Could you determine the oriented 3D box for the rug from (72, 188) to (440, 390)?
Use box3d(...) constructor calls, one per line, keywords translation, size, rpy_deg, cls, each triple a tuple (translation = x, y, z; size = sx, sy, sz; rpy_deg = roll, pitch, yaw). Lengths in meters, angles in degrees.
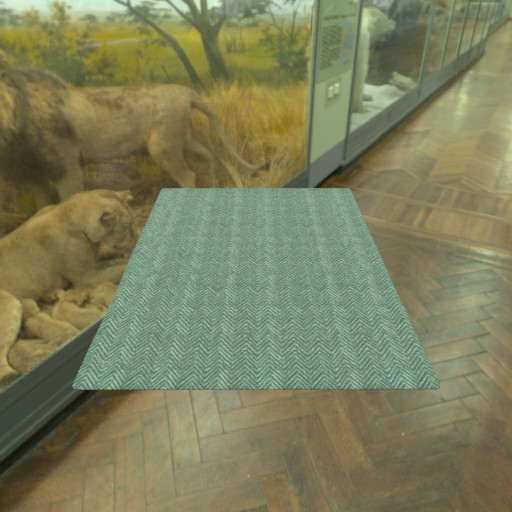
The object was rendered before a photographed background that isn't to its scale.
box3d(translation=(0.000, 0.000, 5.139), size=(2.894, 0.011, 3.957), rpy_deg=(0, 32, 0), cls="rug")
